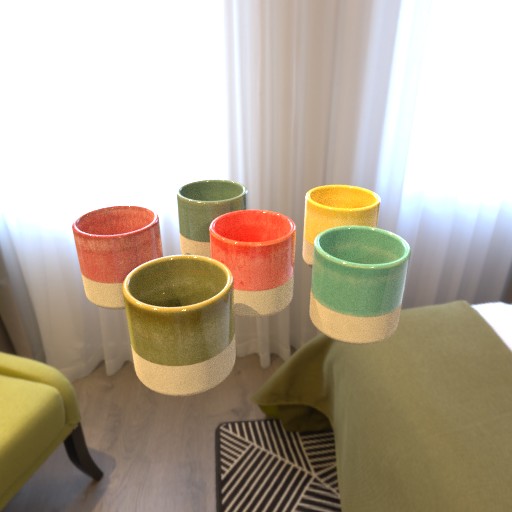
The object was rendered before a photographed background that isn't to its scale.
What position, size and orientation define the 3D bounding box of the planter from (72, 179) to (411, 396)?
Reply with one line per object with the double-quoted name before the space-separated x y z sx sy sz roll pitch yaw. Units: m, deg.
"planter" 0.000 0.000 0.414 0.286 0.075 0.257 -19 33 -32
